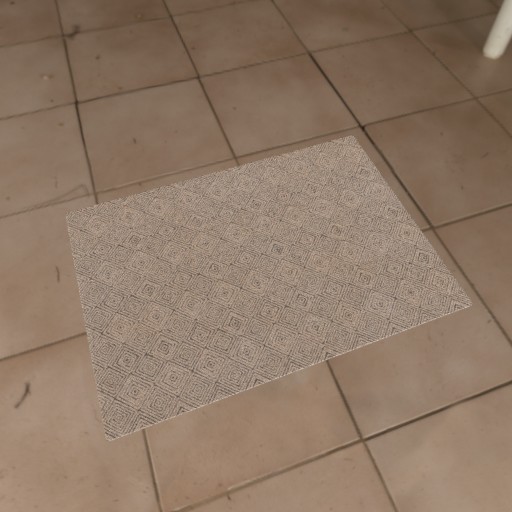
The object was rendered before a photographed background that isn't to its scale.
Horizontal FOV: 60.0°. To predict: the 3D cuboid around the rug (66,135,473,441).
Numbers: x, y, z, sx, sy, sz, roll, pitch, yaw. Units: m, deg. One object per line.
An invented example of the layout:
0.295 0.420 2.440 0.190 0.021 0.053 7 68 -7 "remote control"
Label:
0.000 0.000 2.899 2.238 0.008 1.593 -18 59 -11 "rug"
